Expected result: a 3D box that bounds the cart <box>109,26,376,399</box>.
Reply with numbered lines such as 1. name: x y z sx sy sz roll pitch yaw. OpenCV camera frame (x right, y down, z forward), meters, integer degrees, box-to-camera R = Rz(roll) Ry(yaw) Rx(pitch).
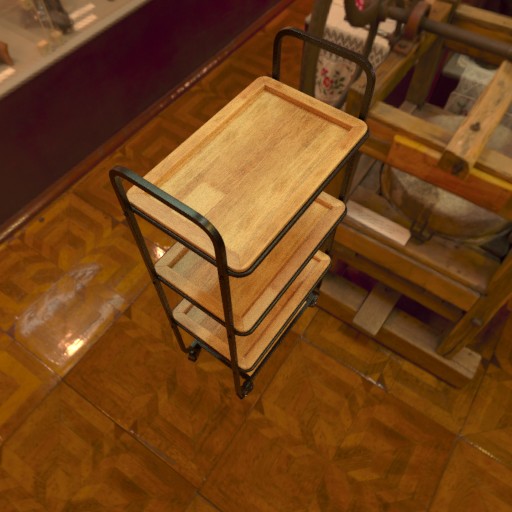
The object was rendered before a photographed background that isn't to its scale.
1. cart: 0.000 0.000 1.289 0.321 1.080 0.545 32 64 18
